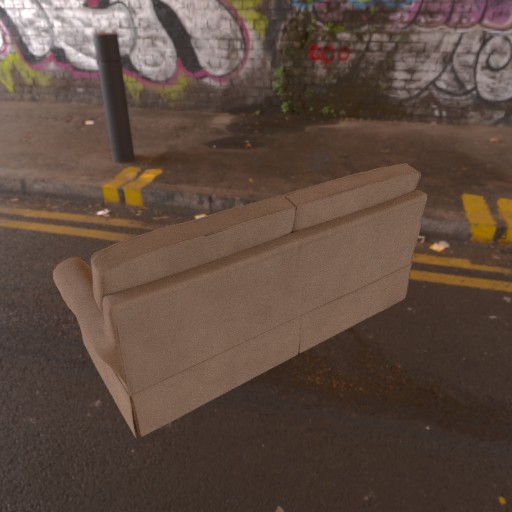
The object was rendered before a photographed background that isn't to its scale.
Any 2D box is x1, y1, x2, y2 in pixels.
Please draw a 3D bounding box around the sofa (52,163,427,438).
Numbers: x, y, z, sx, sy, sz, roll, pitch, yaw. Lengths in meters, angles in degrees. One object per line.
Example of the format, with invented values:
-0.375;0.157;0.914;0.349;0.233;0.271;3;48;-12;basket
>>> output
0.000;0.000;2.803;2.246;1.014;0.900;-20;35;-30;sofa
